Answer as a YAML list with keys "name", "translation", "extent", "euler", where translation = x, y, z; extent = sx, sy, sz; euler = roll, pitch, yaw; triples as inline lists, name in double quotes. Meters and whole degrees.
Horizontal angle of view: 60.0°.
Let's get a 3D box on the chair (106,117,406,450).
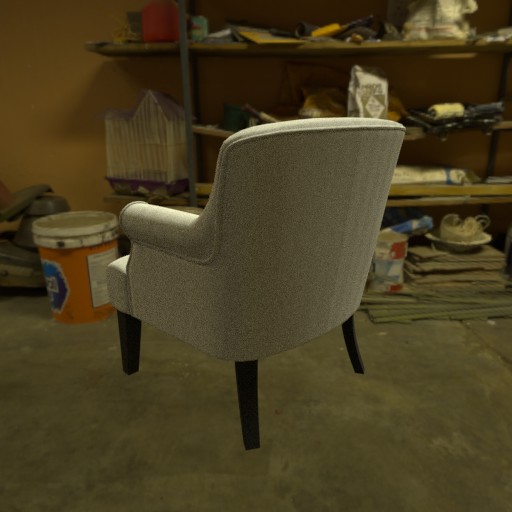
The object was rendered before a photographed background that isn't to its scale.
- name: "chair"
  translation: [0.000, 0.000, 1.466]
  extent: [0.781, 0.875, 0.750]
  euler: [-16, 24, -42]
